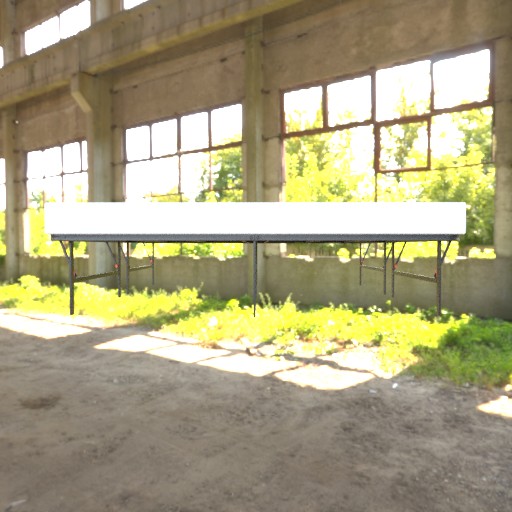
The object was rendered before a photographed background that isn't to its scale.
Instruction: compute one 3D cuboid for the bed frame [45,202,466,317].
[{"bbox_3d":[0.000,0.000,3.102,2.032,0.559,1.930,0,1,0],"label":"bed frame"}]
